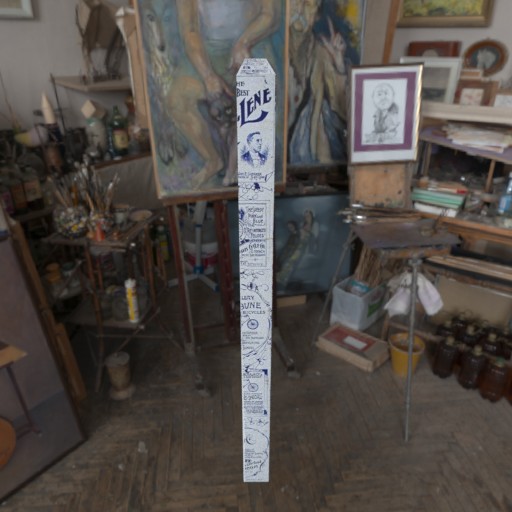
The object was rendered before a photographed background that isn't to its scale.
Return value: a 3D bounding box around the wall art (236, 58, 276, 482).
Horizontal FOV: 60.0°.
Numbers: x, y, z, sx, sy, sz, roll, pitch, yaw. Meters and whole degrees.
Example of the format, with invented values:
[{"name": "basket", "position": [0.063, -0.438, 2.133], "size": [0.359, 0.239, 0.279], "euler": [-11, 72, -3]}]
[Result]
[{"name": "wall art", "position": [0.000, 0.000, 0.473], "size": [0.025, 0.376, 0.255], "euler": [0, 26, 0]}]
